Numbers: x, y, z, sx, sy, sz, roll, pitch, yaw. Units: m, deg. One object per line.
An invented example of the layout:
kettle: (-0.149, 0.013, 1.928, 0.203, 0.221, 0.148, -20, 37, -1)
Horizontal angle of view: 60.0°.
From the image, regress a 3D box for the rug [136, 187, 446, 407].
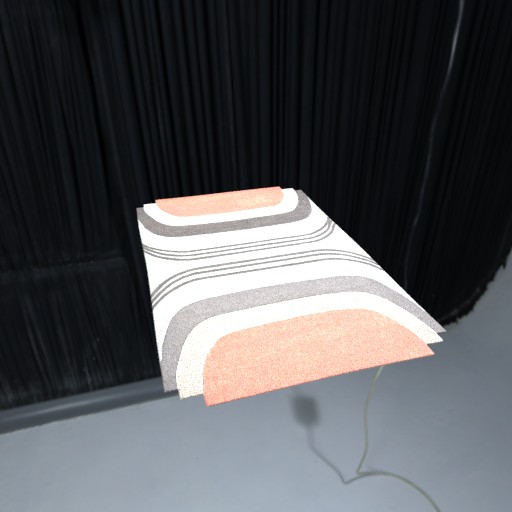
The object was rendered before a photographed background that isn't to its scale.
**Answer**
rug: (0.000, 0.000, 3.129, 1.530, 0.017, 2.446, -8, 31, -14)
